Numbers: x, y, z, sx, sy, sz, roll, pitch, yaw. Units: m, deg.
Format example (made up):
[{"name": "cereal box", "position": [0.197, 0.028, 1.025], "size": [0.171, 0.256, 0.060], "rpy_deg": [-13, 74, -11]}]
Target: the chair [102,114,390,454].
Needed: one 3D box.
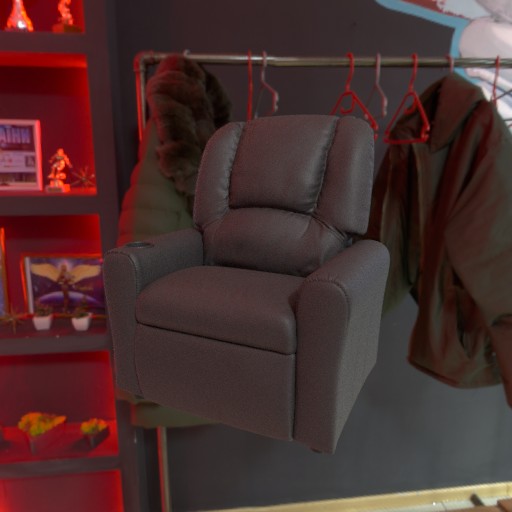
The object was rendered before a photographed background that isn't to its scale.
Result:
[{"name": "chair", "position": [0.000, 0.000, 1.126], "size": [0.610, 0.709, 0.521], "rpy_deg": [6, 15, 25]}]
